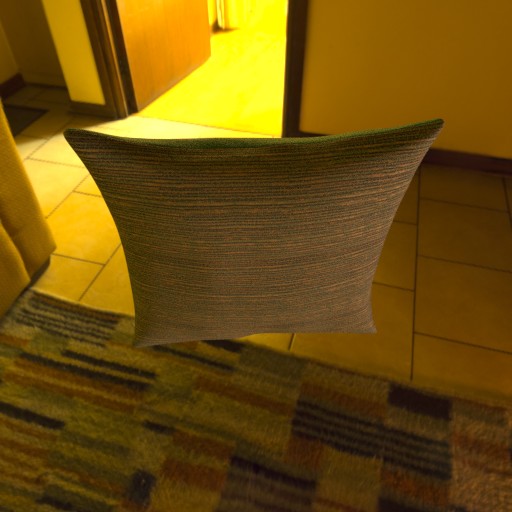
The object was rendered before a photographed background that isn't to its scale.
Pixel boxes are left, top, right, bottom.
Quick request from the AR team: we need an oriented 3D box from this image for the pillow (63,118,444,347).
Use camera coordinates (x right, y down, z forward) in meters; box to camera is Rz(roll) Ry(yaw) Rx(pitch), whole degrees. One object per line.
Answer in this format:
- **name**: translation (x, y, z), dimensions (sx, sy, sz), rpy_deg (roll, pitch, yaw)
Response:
- **pillow**: translation (0.000, 0.000, 0.762), dimensions (0.514, 0.497, 0.150), rpy_deg (-3, 45, -3)
